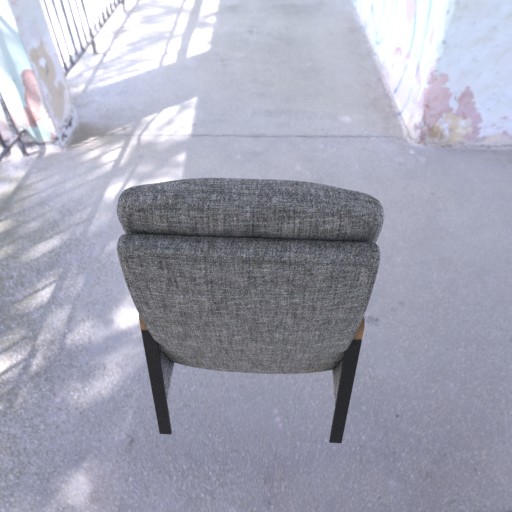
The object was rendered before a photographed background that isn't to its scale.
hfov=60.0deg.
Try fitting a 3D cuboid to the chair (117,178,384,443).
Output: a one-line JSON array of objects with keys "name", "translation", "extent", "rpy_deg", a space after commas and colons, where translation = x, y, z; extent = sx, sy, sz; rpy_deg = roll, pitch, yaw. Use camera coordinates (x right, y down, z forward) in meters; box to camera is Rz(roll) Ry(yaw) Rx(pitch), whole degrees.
[{"name": "chair", "translation": [0.000, 0.000, 1.558], "extent": [0.671, 1.042, 0.868], "rpy_deg": [2, 46, 2]}]
